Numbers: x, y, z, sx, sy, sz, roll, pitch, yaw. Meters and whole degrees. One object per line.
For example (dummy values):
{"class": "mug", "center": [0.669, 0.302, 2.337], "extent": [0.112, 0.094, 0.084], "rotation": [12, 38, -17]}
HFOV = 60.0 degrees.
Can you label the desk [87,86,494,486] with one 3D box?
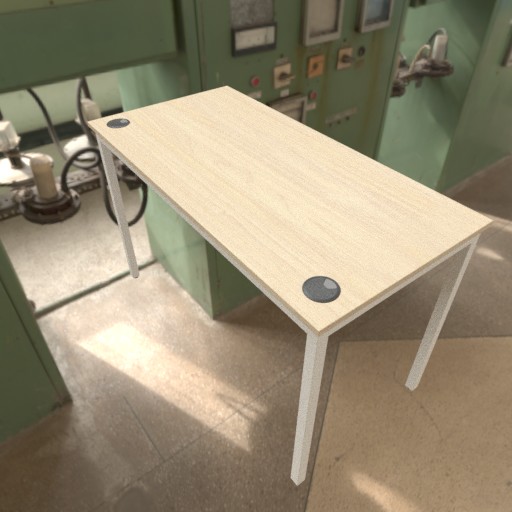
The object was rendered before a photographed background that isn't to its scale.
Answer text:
{"class": "desk", "center": [0.000, 0.000, 1.588], "extent": [0.600, 0.750, 1.200], "rotation": [-26, 47, -27]}
